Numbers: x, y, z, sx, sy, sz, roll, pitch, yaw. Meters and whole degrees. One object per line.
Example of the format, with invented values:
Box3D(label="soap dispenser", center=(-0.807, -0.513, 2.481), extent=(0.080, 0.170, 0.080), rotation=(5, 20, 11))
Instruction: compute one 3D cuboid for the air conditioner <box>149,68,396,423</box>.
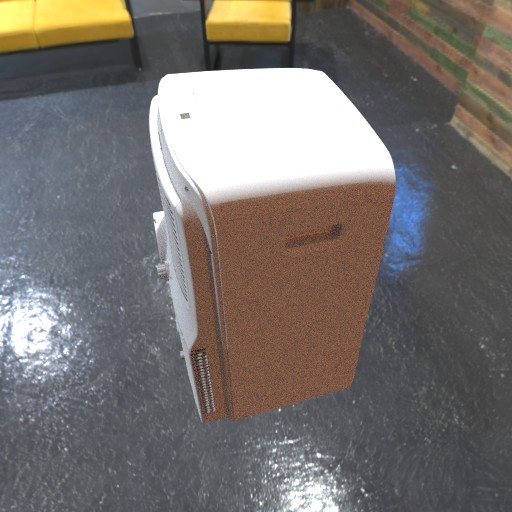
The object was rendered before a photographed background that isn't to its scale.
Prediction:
Box3D(label="air conditioner", center=(0.000, 0.000, 1.065), extent=(0.467, 0.765, 0.478), rotation=(-10, 47, -10))
